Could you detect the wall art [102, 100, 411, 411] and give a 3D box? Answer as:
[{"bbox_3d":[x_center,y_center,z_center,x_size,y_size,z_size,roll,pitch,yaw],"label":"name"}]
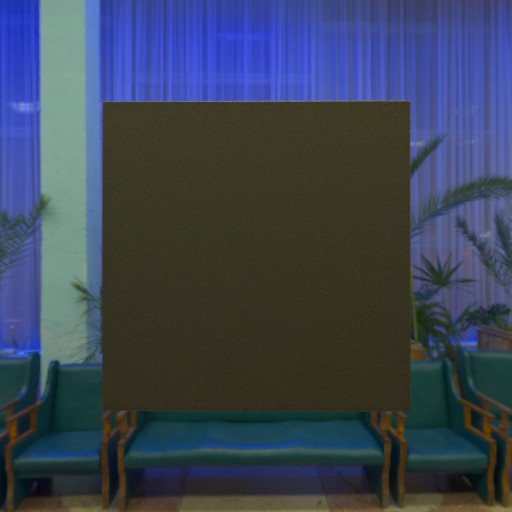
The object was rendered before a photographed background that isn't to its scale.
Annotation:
[{"bbox_3d":[0.000,0.000,0.738,0.503,0.506,0.031,0,0,0],"label":"wall art"}]
